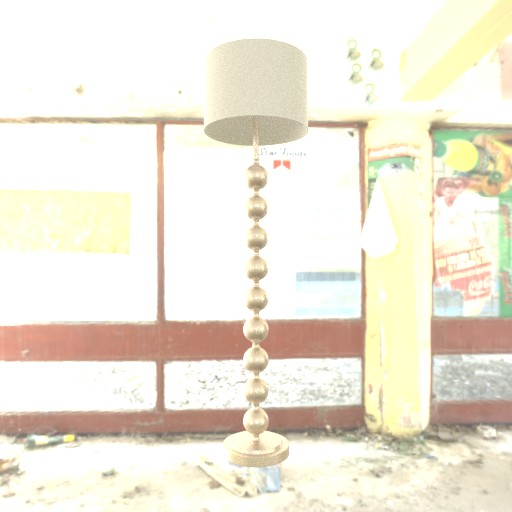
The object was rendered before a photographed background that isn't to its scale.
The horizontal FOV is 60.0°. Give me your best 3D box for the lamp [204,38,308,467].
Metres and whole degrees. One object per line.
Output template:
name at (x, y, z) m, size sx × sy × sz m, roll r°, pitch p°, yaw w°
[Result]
lamp at (0.000, 0.000, 1.677) m, size 0.394 × 1.474 × 0.394 m, roll 0°, pitch -1°, yaw 18°
